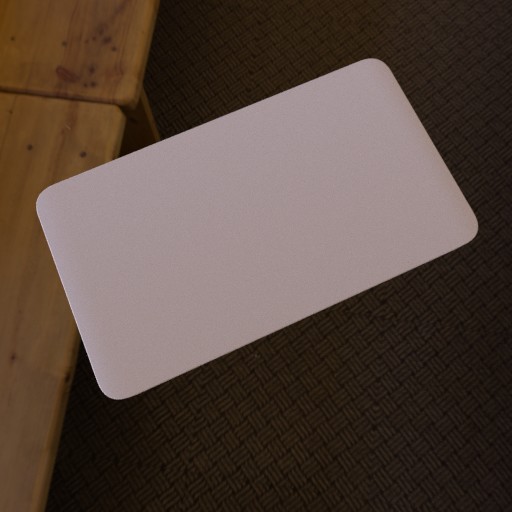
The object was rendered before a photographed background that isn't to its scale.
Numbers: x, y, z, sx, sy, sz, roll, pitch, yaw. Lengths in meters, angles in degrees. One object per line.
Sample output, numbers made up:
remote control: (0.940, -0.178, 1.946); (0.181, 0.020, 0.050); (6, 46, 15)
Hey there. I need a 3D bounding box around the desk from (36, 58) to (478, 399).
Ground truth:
desk: (0.000, 0.000, 1.249); (0.790, 0.760, 0.446); (-24, 78, -5)
